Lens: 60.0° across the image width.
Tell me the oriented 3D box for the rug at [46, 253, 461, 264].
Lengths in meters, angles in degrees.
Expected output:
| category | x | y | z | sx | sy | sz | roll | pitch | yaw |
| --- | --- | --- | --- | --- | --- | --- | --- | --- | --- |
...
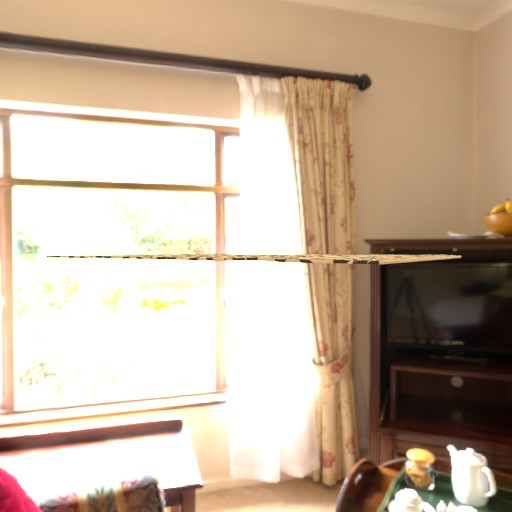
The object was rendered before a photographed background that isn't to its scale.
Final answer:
| category | x | y | z | sx | sy | sz | roll | pitch | yaw |
| --- | --- | --- | --- | --- | --- | --- | --- | --- | --- |
| rug | 0.000 | 0.000 | 4.376 | 3.369 | 0.036 | 2.444 | 1 | 1 | 35 |
